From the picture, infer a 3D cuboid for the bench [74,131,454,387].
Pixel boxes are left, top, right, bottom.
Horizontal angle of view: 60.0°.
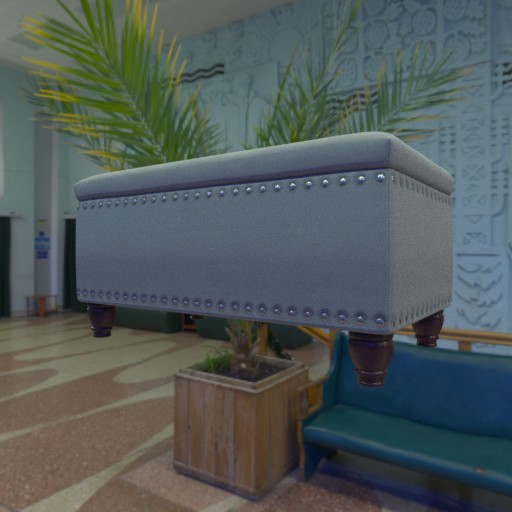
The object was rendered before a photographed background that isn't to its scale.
[{"bbox_3d":[0.000,0.000,1.173,0.887,0.449,0.500,0,1,35],"label":"bench"}]
